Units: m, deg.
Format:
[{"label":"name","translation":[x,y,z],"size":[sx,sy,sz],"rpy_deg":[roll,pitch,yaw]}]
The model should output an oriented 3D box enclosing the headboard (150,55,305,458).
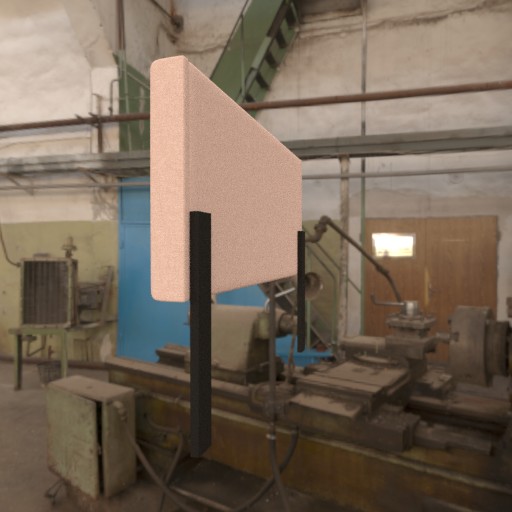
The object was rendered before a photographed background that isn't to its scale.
[{"label":"headboard","translation":[0.000,0.000,2.647],"size":[0.184,1.524,2.051],"rpy_deg":[0,1,18]}]
